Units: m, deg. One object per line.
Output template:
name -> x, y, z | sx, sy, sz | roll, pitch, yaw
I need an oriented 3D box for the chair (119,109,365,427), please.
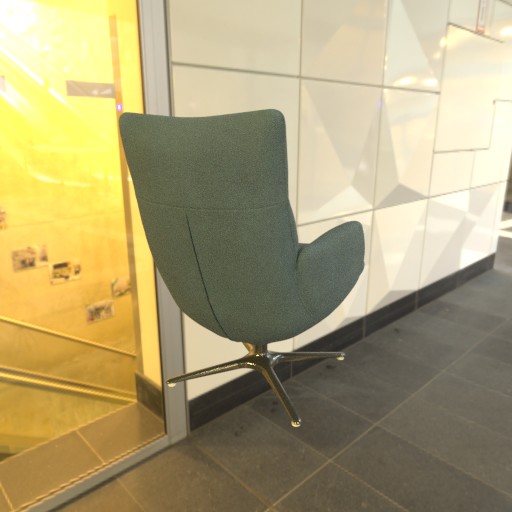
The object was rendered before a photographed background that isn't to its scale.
chair -> 0.000, 0.000, 1.669 | 0.711, 1.016, 0.889 | 8, 18, 26
